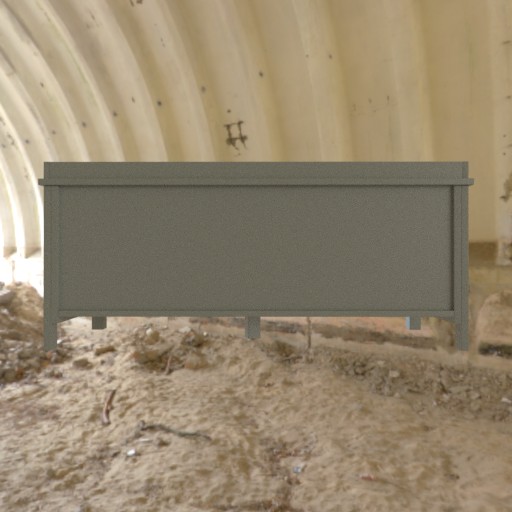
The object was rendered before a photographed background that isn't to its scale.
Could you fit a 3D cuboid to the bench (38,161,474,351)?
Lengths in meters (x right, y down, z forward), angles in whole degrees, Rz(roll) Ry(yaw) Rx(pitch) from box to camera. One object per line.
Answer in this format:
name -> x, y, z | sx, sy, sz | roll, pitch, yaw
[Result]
bench -> 0.000, 0.000, 1.357 | 1.140, 0.501, 0.398 | 0, 0, 0
